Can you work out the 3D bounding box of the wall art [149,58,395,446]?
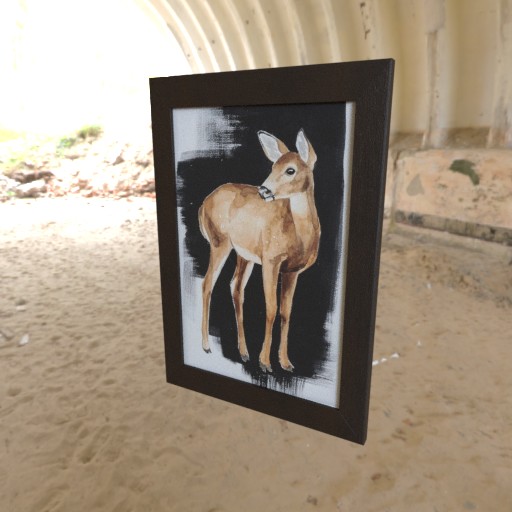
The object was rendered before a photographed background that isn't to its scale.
[{"bbox_3d":[0.000,0.000,0.657,0.359,0.513,0.017,8,17,27],"label":"wall art"}]
